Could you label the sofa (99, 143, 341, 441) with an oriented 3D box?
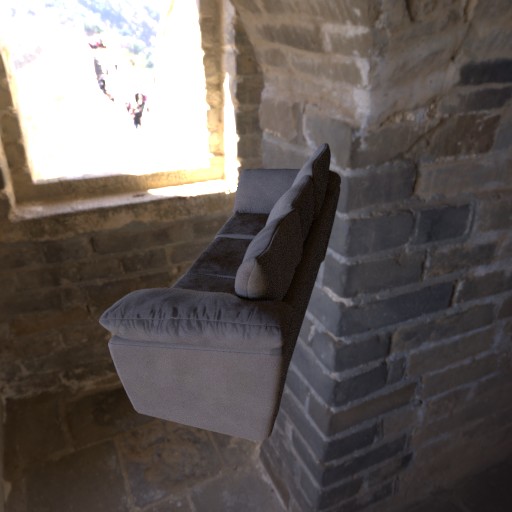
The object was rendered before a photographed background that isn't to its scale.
[{"bbox_3d":[0.000,0.000,2.987,0.878,1.073,2.336,7,29,14],"label":"sofa"}]
